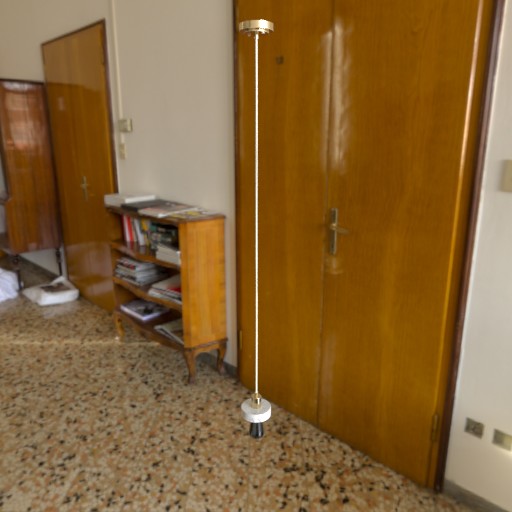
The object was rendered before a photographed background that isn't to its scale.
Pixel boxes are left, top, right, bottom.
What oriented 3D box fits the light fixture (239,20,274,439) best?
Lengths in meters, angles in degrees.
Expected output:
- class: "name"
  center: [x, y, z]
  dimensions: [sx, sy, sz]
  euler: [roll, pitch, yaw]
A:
- class: "light fixture"
  center: [0.000, 0.000, 1.758]
  dimensions: [0.129, 1.669, 0.129]
  euler: [2, 15, 9]
